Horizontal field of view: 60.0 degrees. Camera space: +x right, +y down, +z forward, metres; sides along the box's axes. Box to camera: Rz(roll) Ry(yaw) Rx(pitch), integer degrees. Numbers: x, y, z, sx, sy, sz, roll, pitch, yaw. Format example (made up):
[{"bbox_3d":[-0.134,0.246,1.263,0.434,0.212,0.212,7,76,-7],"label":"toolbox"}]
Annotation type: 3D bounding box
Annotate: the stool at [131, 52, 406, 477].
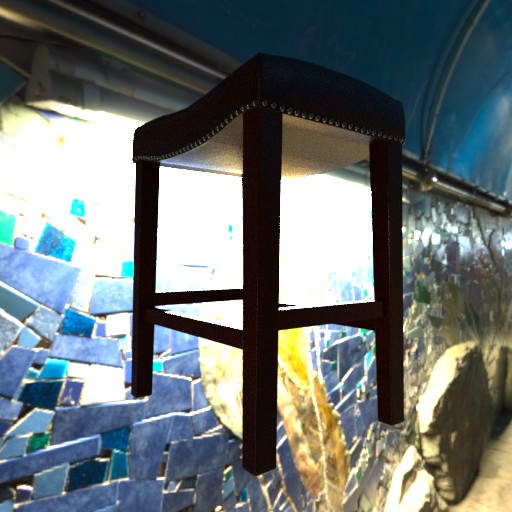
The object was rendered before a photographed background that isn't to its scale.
[{"bbox_3d":[0.000,0.000,0.957,0.372,0.657,0.504,0,0,-37],"label":"stool"}]
